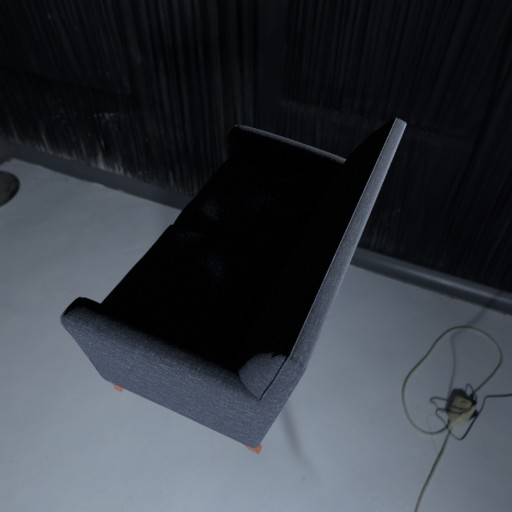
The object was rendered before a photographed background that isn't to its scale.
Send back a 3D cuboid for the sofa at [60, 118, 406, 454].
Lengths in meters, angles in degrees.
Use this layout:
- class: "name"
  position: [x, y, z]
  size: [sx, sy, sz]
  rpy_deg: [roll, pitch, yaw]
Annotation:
- class: "sofa"
  position: [0.000, 0.000, 1.969]
  size: [0.875, 0.846, 1.420]
  rpy_deg: [18, 49, 16]
